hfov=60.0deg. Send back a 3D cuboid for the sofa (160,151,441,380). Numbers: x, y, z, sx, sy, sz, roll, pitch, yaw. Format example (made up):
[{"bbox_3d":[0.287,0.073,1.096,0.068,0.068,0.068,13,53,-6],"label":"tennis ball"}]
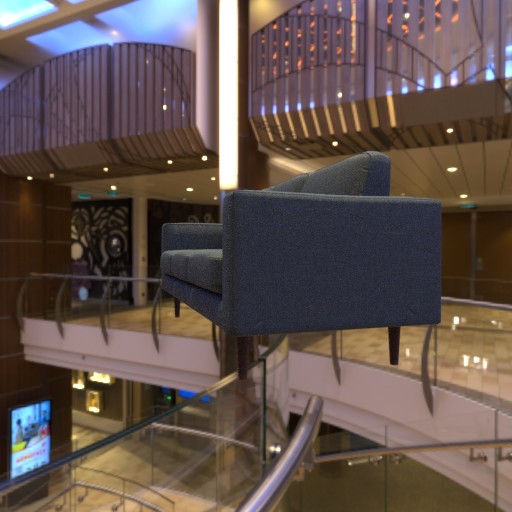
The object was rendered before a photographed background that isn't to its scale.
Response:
[{"bbox_3d":[0.000,0.000,2.621,0.935,0.945,2.013,0,1,-19],"label":"sofa"}]
